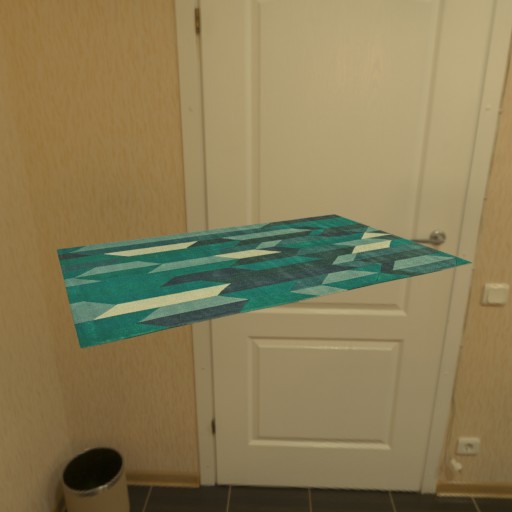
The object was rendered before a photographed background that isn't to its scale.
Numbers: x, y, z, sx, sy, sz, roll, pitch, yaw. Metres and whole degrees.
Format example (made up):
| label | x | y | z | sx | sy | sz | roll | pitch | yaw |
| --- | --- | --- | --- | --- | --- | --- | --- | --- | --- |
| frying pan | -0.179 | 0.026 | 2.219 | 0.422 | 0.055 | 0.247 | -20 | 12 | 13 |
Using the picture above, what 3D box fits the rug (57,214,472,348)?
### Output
| label | x | y | z | sx | sy | sz | roll | pitch | yaw |
| --- | --- | --- | --- | --- | --- | --- | --- | --- | --- |
| rug | 0.000 | 0.000 | 3.030 | 2.420 | 0.005 | 1.528 | -9 | 21 | -25 |
